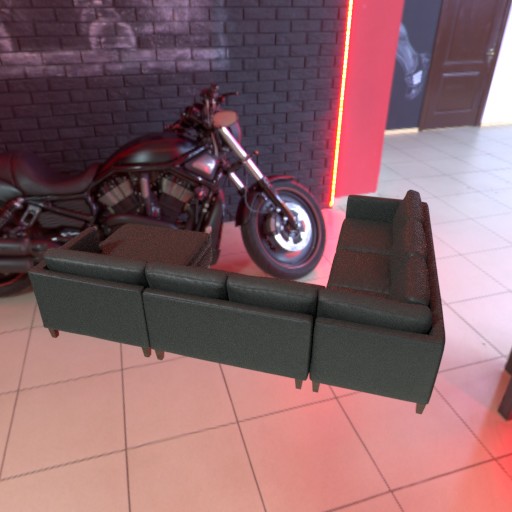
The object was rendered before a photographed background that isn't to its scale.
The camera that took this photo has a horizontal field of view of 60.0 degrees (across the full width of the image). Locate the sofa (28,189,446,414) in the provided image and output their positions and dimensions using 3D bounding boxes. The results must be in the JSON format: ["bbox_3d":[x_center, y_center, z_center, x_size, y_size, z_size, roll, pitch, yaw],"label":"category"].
[{"bbox_3d":[0.000,0.000,4.630,3.460,0.923,2.593,8,31,14],"label":"sofa"}]
